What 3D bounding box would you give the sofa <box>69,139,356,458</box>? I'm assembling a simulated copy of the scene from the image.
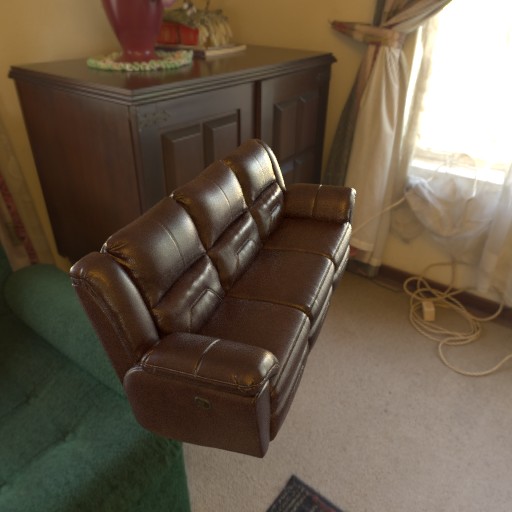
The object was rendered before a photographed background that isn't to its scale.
[{"bbox_3d":[0.000,0.000,2.933,0.991,1.043,2.337,11,32,18],"label":"sofa"}]
